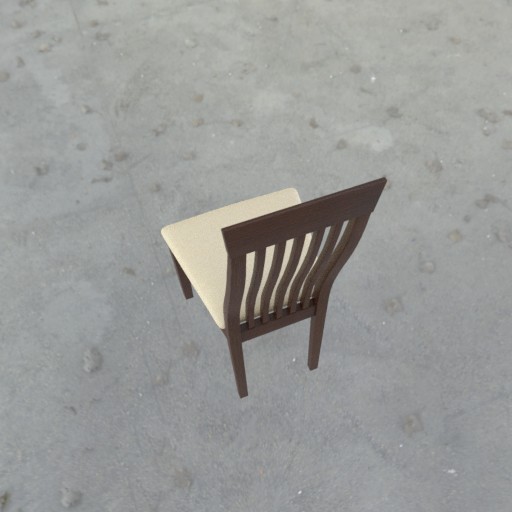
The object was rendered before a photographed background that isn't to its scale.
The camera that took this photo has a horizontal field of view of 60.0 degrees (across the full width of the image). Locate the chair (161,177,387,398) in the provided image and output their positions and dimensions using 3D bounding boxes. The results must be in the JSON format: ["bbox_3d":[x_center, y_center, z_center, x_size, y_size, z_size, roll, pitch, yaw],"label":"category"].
[{"bbox_3d":[0.000,0.000,1.261,0.460,1.027,0.474,-18,60,-11],"label":"chair"}]
